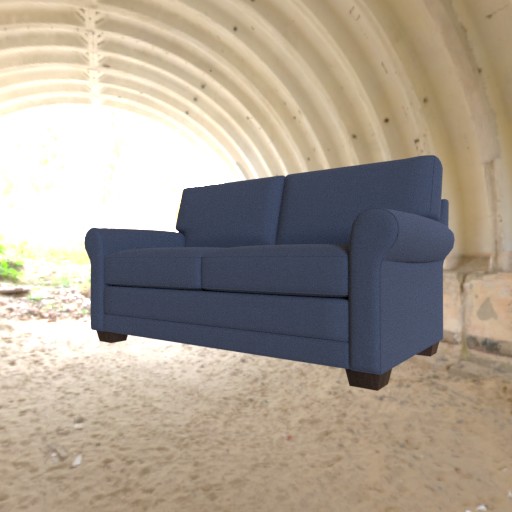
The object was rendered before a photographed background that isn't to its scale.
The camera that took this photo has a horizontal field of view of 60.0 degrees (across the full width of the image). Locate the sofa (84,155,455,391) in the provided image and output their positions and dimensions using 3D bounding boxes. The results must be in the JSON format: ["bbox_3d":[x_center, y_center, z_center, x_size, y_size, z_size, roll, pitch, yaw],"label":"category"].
[{"bbox_3d":[0.000,0.000,2.492,1.930,1.020,0.940,0,-1,36],"label":"sofa"}]
